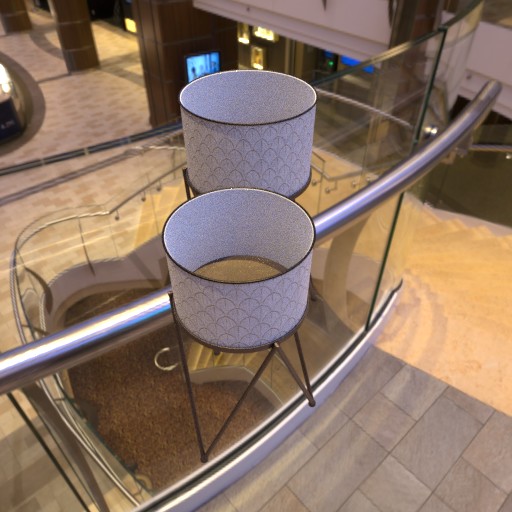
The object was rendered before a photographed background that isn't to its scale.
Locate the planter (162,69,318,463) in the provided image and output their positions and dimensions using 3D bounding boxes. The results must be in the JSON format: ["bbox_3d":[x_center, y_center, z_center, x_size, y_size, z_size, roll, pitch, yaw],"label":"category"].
[{"bbox_3d":[0.000,0.000,1.156,0.413,0.712,0.769,1,42,1],"label":"planter"}]
